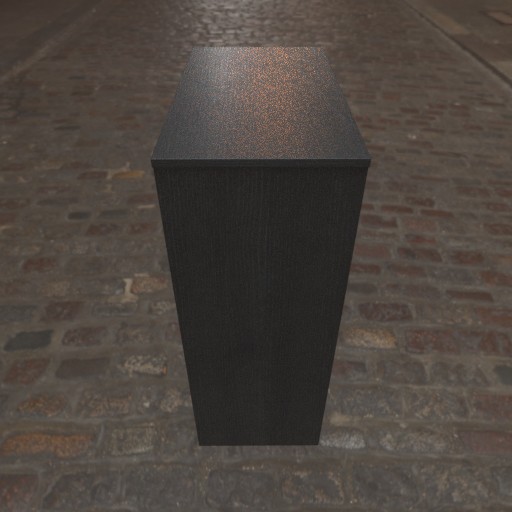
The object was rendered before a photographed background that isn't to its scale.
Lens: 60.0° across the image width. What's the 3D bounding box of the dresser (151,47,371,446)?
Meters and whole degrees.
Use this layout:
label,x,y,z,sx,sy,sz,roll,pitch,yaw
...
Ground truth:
label,x,y,z,sx,sy,sz,roll,pitch,yaw
dresser,0.000,0.000,1.362,0.398,1.020,0.700,0,40,0
